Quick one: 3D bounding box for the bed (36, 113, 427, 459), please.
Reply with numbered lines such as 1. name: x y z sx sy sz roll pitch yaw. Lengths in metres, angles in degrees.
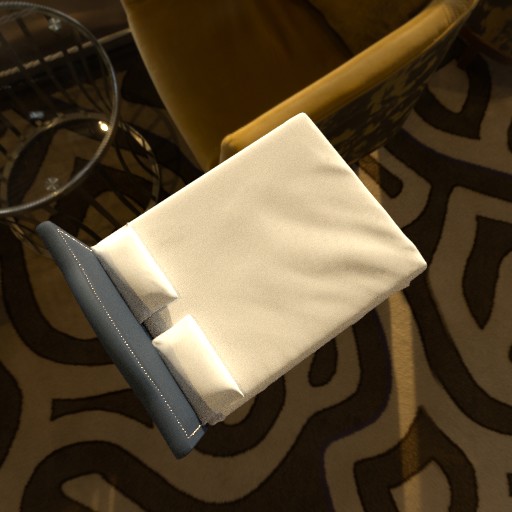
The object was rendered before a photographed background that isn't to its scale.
1. bed: 0.000 0.000 3.441 2.282 1.436 1.821 -34 79 -8
